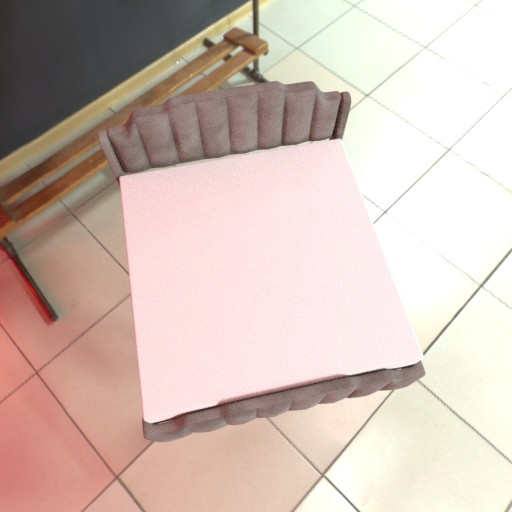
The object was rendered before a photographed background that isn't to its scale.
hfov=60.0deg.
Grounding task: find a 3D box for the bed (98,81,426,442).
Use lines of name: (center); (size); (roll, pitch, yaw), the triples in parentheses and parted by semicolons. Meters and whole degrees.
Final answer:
bed: (0.000, 0.000, 3.481); (2.074, 1.245, 2.340); (-11, 65, -5)
